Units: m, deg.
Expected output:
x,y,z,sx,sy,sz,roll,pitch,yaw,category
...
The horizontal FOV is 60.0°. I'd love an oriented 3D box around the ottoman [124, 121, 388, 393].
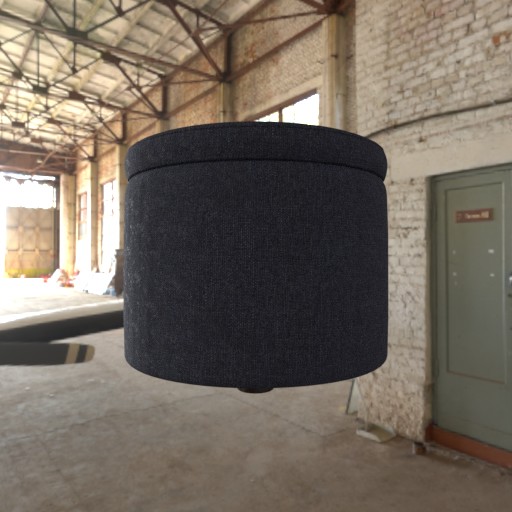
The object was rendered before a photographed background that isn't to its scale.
x,y,z,sx,sy,sz,roll,pitch,yaw,category
0.000,0.000,0.909,0.520,0.430,0.520,0,0,0,ottoman
